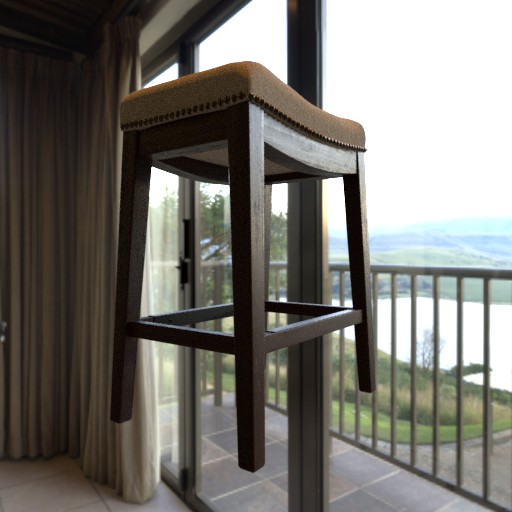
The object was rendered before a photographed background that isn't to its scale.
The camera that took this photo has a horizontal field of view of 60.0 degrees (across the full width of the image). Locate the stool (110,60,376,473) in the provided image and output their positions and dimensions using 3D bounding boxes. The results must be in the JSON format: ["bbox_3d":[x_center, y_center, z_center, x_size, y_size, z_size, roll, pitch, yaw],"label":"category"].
[{"bbox_3d":[0.000,0.000,0.992,0.363,0.669,0.509,0,1,36],"label":"stool"}]
